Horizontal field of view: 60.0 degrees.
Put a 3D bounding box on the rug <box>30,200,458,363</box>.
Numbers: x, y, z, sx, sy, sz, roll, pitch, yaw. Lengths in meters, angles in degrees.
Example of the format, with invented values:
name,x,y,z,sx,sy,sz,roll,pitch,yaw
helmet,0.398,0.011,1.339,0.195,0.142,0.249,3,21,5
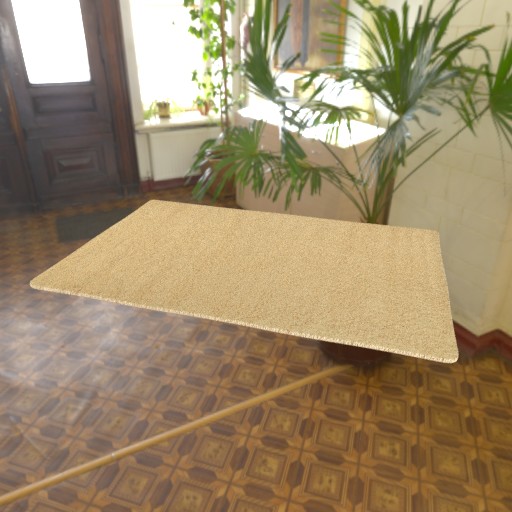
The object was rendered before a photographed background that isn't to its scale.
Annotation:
name,x,y,z,sx,sy,sz,roll,pitch,yaw
rug,0.000,0.000,2.919,2.349,0.026,1.500,8,28,15
